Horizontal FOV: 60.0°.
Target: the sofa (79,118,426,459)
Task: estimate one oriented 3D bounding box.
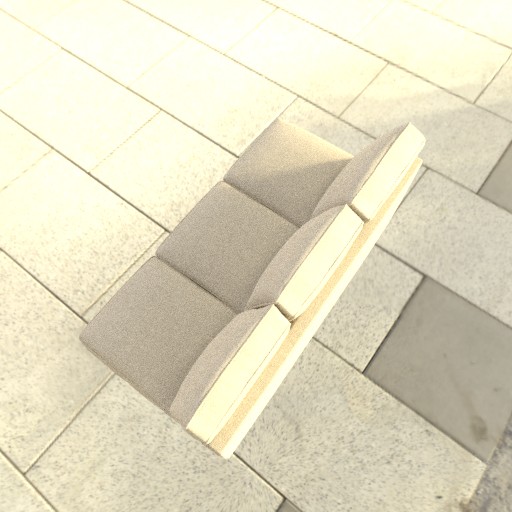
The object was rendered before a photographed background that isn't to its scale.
[{"bbox_3d":[0.000,0.000,2.601,1.027,0.973,1.962,33,68,15],"label":"sofa"}]
